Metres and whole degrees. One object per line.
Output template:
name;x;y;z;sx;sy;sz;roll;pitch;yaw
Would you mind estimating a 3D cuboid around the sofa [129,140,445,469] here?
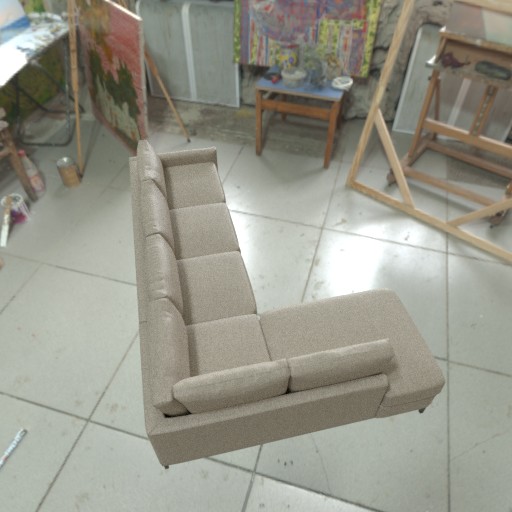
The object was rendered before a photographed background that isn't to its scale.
sofa;0.000;0.000;3.122;1.617;0.703;2.423;-10;47;-9
